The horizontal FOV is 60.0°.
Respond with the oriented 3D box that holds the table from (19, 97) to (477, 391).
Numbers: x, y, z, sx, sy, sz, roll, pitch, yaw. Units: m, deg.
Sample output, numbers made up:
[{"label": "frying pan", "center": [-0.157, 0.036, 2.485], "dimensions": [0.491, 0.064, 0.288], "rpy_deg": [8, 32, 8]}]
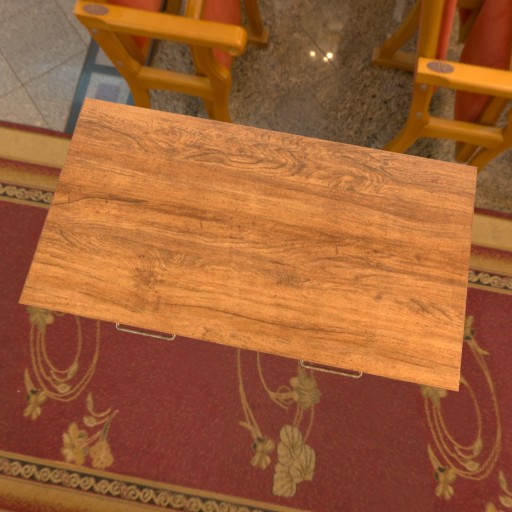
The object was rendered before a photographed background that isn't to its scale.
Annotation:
[{"label": "table", "center": [0.000, 0.000, 1.434], "dimensions": [1.150, 0.480, 0.635], "rpy_deg": [11, 77, 3]}]
